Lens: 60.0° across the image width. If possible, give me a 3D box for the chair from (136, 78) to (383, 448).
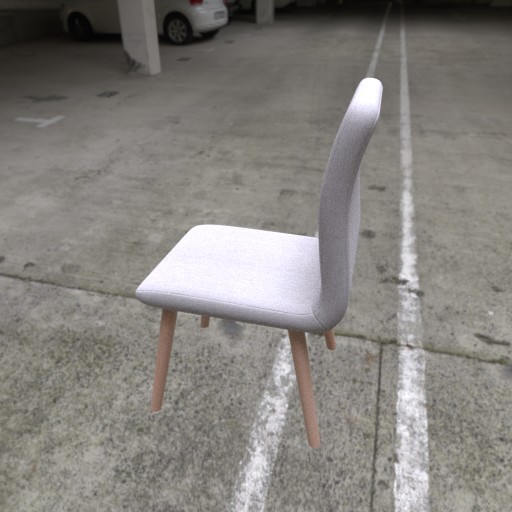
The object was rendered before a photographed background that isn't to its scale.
[{"bbox_3d":[0.000,0.000,1.207,0.550,0.885,0.435,8,30,13],"label":"chair"}]
